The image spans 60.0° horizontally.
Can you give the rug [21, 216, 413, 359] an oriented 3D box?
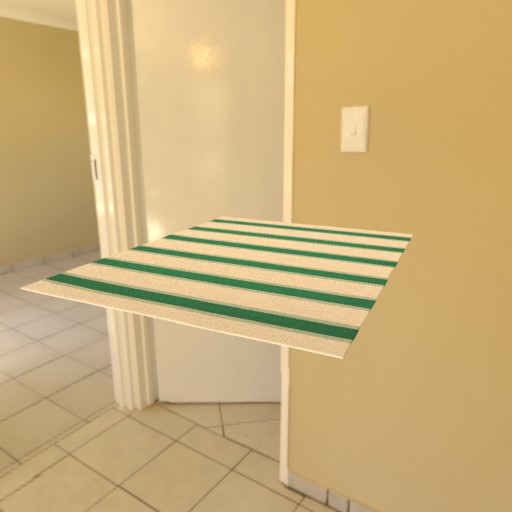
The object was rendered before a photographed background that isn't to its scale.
[{"bbox_3d":[0.000,0.000,4.097,2.434,0.019,3.041,7,18,24],"label":"rug"}]
